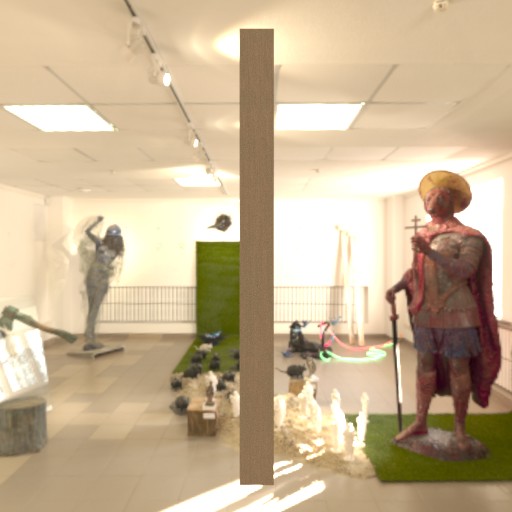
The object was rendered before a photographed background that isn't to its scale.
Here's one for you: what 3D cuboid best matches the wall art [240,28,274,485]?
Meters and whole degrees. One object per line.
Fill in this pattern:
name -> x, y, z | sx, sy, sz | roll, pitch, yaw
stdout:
wall art -> 0.000, 0.000, 0.746 | 0.038, 0.506, 0.508 | 0, 0, 0
